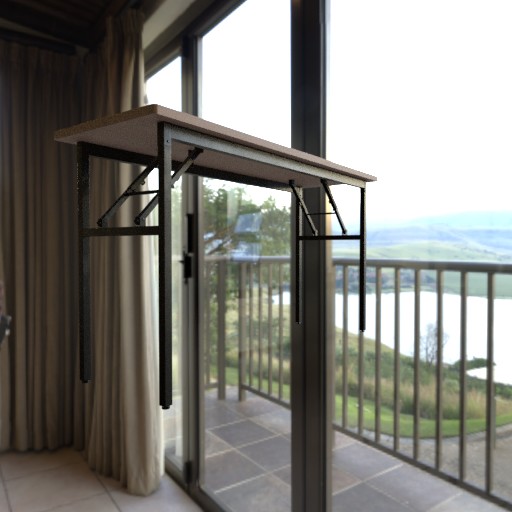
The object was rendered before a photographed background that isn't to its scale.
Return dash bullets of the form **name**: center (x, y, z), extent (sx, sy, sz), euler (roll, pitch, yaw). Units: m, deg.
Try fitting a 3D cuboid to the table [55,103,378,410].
- **table**: center (0.000, 0.000, 1.738), extent (0.447, 0.750, 1.397), euler (1, 2, 37)
